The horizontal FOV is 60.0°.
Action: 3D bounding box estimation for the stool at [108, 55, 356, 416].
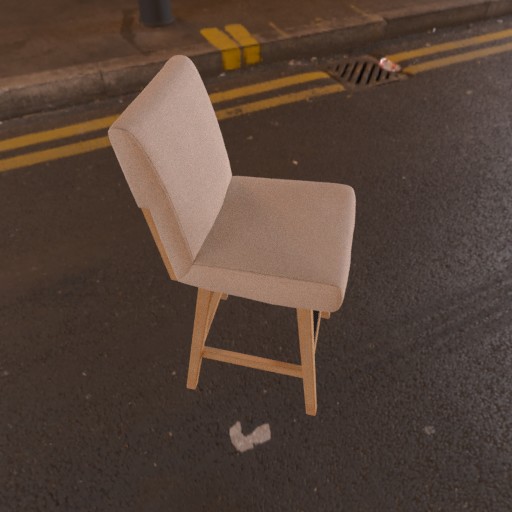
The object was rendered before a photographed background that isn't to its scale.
[{"bbox_3d":[0.000,0.000,1.338,0.543,1.015,0.446,9,47,9],"label":"stool"}]
